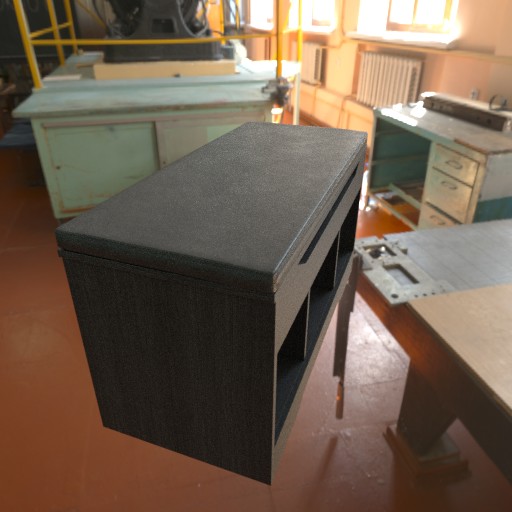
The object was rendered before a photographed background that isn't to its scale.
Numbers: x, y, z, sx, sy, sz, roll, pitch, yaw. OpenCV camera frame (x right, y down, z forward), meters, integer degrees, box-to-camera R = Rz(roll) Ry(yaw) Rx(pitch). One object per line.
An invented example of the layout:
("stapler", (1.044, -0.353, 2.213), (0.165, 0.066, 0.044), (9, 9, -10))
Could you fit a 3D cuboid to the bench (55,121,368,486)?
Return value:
("bench", (0.000, 0.000, 1.179), (0.401, 0.501, 0.905), (10, 31, 18))
